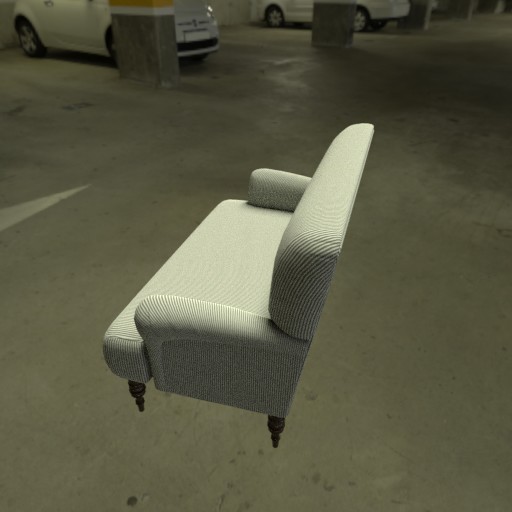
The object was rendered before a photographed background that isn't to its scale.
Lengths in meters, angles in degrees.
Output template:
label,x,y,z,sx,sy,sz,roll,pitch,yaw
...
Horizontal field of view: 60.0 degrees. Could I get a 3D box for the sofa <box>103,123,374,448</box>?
label,x,y,z,sx,sy,sz,roll,pitch,yaw
sofa,0.000,0.000,1.863,0.779,0.889,1.297,9,33,14
